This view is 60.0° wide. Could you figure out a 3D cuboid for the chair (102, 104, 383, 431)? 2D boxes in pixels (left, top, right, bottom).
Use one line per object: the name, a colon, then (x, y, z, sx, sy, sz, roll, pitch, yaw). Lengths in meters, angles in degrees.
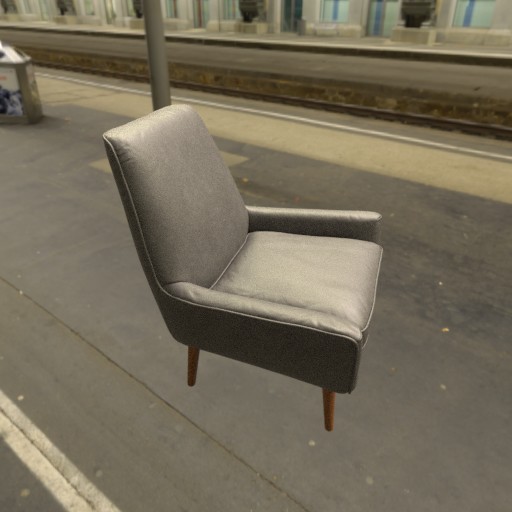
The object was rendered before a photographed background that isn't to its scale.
chair: (0.000, 0.000, 1.512, 0.822, 0.888, 0.787, 9, 31, 15)
